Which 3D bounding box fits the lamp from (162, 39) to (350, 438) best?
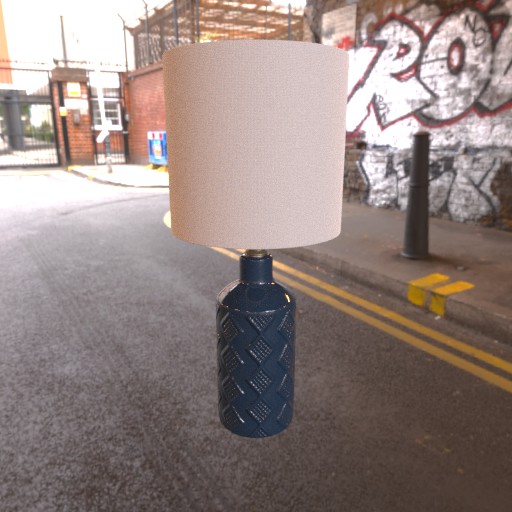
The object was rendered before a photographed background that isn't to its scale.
[{"bbox_3d":[0.000,0.000,0.559,0.207,0.461,0.207,2,16,7],"label":"lamp"}]
